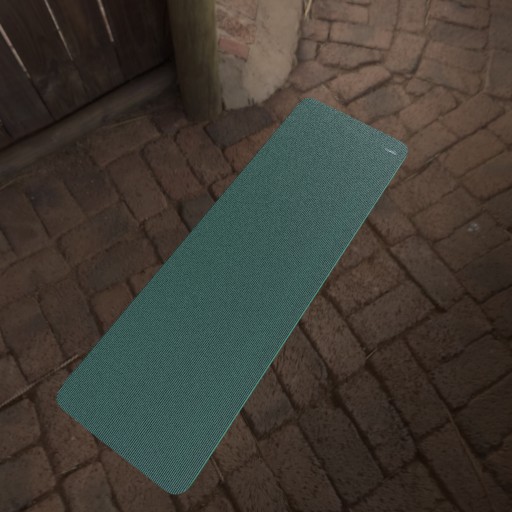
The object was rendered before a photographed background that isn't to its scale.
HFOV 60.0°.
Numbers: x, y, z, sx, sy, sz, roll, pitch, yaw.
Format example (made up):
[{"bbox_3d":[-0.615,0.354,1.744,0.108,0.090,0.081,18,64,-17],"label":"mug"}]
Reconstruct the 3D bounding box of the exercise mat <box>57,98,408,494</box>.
[{"bbox_3d":[0.000,0.000,1.939,0.616,0.021,1.869,31,68,14],"label":"exercise mat"}]
